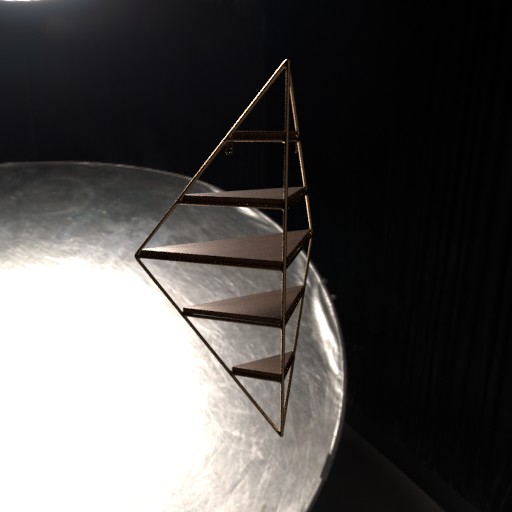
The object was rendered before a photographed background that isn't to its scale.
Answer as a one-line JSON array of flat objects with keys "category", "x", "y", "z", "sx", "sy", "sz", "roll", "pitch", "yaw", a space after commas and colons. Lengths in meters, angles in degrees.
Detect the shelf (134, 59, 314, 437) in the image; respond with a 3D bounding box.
[{"category": "shelf", "x": 0.000, "y": 0.000, "z": 1.158, "sx": 0.564, "sy": 0.913, "sz": 0.294, "roll": -8, "pitch": 17, "yaw": -27}]
